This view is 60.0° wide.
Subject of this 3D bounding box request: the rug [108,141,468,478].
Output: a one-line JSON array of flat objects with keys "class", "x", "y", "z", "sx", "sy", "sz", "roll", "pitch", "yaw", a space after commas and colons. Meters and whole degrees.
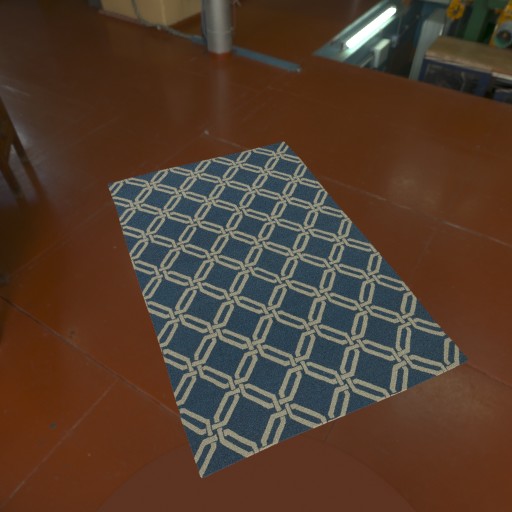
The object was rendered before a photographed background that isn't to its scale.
[{"class": "rug", "x": 0.000, "y": 0.000, "z": 2.195, "sx": 1.153, "sy": 0.010, "sz": 1.755, "roll": -17, "pitch": 49, "yaw": -16}]
